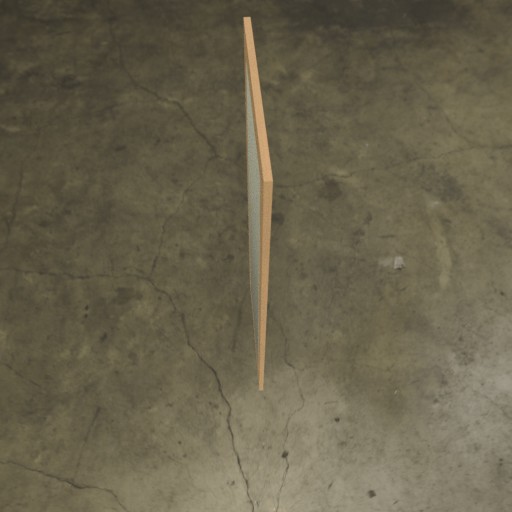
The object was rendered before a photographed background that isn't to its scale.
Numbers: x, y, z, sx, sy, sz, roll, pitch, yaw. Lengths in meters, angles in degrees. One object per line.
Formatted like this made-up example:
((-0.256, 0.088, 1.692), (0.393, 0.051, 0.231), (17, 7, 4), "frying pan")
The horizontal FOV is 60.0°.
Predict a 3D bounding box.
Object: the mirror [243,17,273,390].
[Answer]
((0.000, 0.000, 2.285), (0.026, 2.031, 0.812), (-4, 58, -3), "mirror")
